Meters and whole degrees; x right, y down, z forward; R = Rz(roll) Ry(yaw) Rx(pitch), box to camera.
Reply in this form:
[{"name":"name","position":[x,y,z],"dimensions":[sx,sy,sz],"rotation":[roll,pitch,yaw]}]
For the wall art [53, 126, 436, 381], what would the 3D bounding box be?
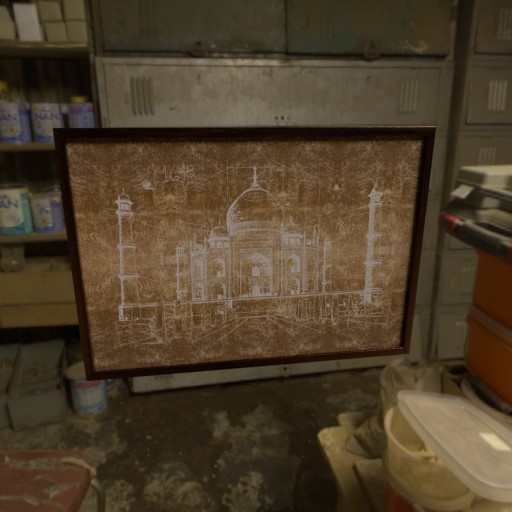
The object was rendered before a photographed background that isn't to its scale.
[{"name":"wall art","position":[0.000,0.000,0.545],"dimensions":[0.431,0.304,0.012],"rotation":[-3,18,-8]}]
